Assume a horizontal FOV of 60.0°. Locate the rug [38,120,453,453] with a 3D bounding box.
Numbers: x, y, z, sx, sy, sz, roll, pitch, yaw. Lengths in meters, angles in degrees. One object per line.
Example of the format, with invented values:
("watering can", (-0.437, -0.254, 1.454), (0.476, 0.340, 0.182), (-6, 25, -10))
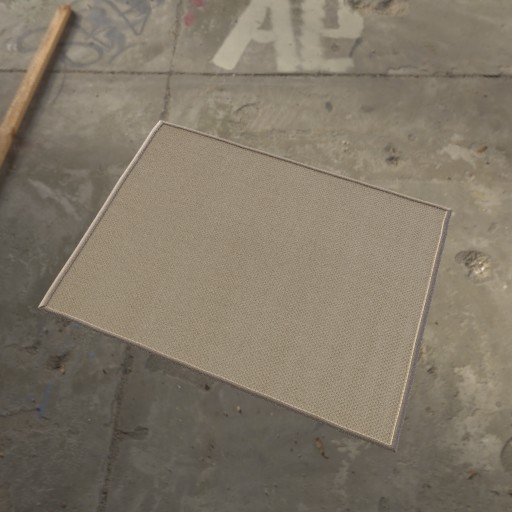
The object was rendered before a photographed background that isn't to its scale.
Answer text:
("rug", (0.000, 0.000, 2.657), (2.081, 0.020, 1.525), (19, 65, 9))
